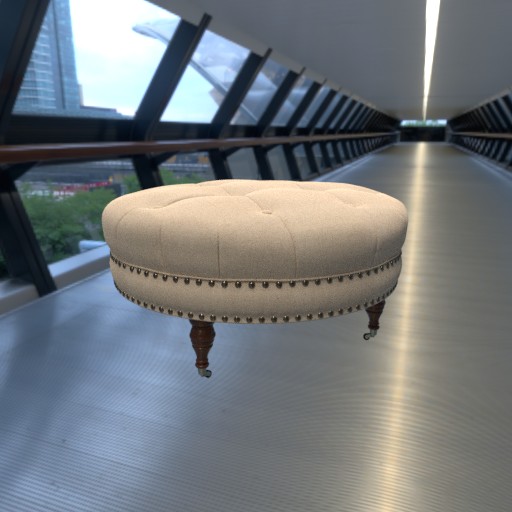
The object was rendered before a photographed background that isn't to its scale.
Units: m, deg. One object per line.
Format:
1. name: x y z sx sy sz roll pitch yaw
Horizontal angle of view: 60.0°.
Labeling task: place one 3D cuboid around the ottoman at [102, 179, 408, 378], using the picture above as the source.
1. ottoman: 0.000 0.000 1.463 0.940 0.483 0.940 0 14 0
